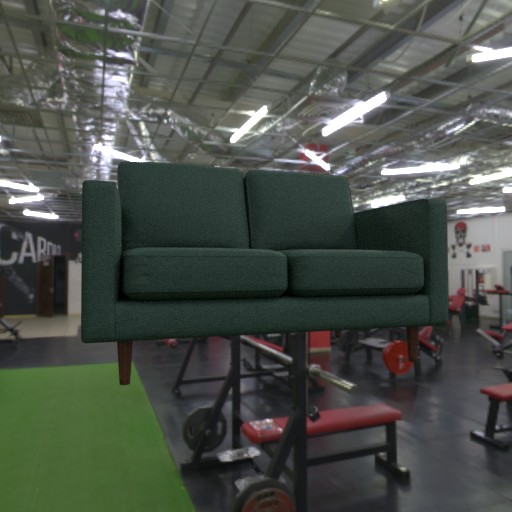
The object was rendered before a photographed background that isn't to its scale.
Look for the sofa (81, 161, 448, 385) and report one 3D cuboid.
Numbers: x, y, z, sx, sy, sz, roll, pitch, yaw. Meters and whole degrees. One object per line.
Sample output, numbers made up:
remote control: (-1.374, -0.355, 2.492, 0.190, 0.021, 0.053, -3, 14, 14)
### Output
sofa: (0.000, 0.000, 2.011, 1.430, 0.899, 0.879, 0, -1, -18)
